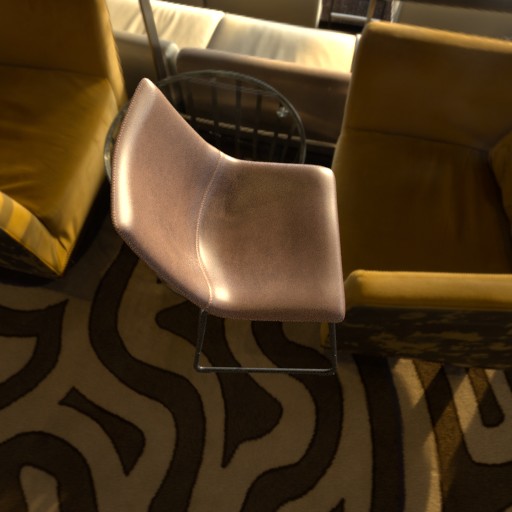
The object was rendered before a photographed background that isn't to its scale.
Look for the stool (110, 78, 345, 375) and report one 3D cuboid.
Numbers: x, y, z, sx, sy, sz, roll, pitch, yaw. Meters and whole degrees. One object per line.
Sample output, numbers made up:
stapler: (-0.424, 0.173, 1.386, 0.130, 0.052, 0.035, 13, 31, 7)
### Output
stool: (0.000, 0.000, 1.237, 0.550, 0.890, 0.460, 1, 63, 1)
